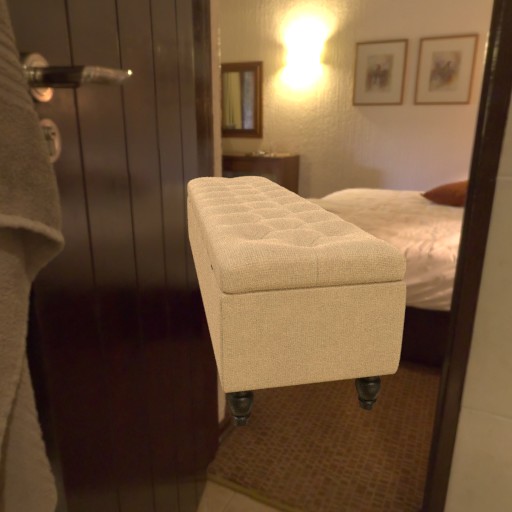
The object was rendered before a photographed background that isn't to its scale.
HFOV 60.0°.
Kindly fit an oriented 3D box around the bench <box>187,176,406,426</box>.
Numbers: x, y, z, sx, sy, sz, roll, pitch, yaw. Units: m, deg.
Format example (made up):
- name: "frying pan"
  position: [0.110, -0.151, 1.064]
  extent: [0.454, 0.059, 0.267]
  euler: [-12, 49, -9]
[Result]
- name: "bench"
  position: [0.000, 0.000, 1.733]
  extent: [0.455, 0.467, 1.480]
  euler: [-3, 17, -11]
